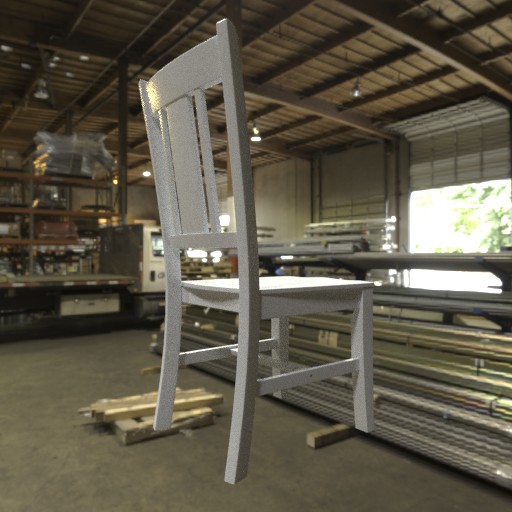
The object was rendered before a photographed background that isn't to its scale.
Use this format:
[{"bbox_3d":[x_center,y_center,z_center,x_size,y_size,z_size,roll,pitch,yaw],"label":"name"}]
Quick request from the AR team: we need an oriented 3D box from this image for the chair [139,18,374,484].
[{"bbox_3d":[0.000,0.000,1.260,0.555,0.998,0.450,0,1,-38],"label":"chair"}]
